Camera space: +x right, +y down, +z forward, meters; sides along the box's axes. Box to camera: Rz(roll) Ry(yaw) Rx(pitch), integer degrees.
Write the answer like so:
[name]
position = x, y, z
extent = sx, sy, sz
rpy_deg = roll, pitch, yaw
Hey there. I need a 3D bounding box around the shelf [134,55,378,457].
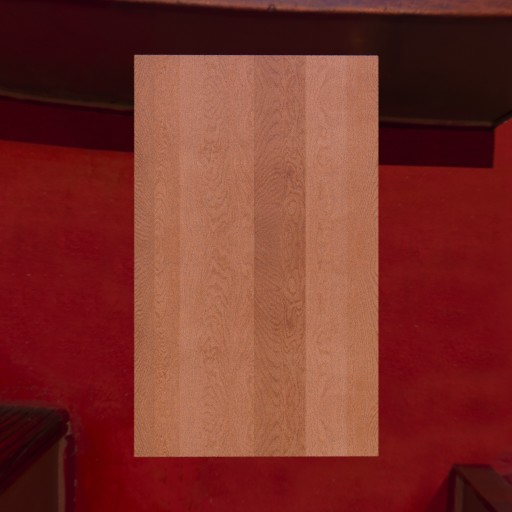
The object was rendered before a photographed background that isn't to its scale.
[shelf]
position = 0.000, 0.000, 1.495
extent = 0.700, 0.450, 1.150
rpy_deg = 0, 90, 0
